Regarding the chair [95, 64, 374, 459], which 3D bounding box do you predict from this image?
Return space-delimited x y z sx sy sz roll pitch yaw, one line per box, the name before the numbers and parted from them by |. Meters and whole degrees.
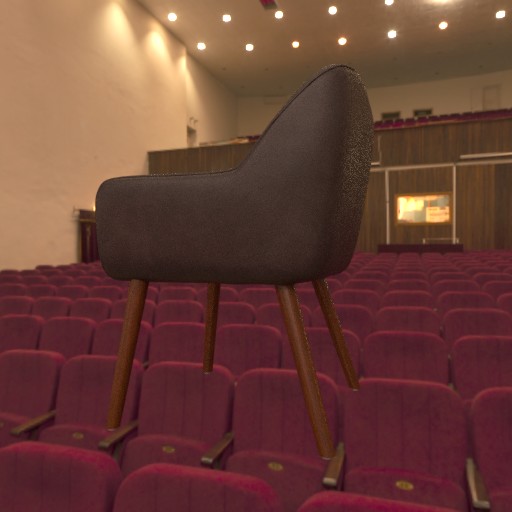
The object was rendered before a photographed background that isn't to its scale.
chair | 0.000 0.000 1.219 0.610 0.828 0.610 0 0 19
